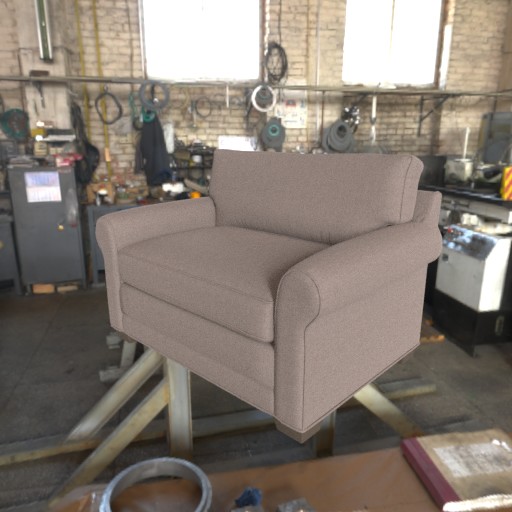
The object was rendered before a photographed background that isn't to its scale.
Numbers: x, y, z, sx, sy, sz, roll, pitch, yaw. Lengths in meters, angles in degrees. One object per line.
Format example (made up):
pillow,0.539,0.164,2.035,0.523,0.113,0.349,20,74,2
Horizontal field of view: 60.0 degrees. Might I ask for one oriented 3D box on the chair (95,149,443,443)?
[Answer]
chair,0.000,0.000,2.050,1.390,0.930,0.930,14,21,42
